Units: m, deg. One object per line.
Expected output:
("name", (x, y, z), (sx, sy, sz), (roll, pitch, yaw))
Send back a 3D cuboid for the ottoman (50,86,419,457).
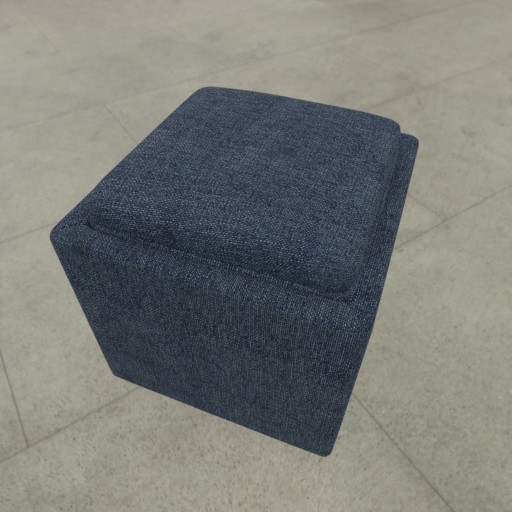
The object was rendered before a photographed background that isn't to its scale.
("ottoman", (0.000, 0.000, 0.814), (0.450, 0.460, 0.450), (16, 48, 15))
